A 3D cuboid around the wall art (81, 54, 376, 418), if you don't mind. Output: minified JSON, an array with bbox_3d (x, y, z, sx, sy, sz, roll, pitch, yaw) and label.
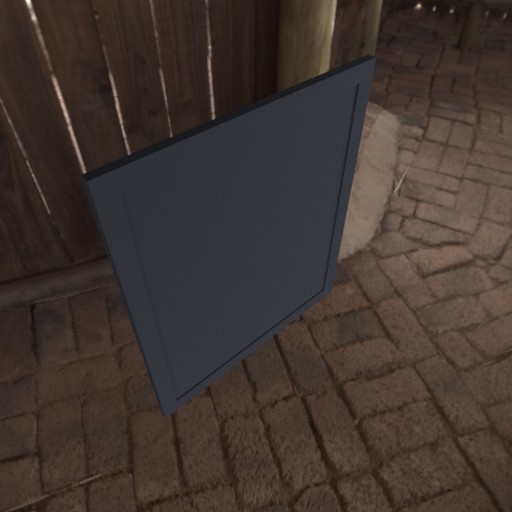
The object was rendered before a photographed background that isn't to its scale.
[{"bbox_3d":[0.000,0.000,0.500,0.311,0.361,0.010,-32,54,-28],"label":"wall art"}]
